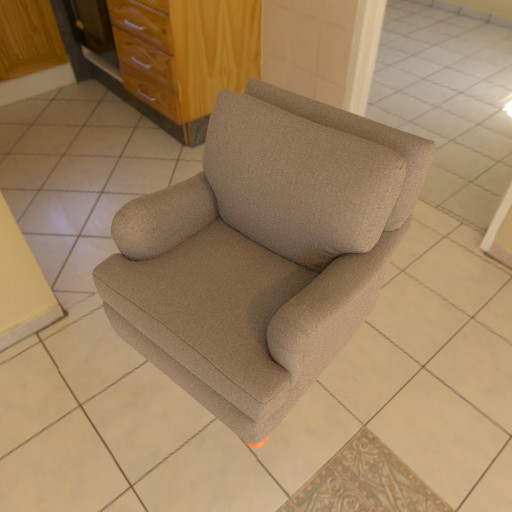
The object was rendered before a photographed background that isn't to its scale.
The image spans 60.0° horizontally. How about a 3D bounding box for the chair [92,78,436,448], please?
[{"bbox_3d":[0.000,0.000,1.864,0.955,1.038,1.070,30,53,26],"label":"chair"}]
